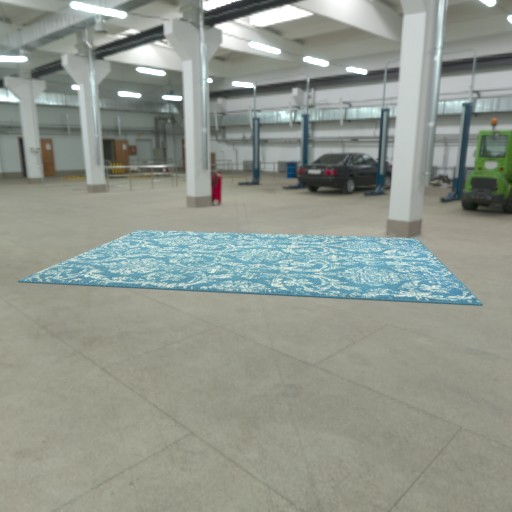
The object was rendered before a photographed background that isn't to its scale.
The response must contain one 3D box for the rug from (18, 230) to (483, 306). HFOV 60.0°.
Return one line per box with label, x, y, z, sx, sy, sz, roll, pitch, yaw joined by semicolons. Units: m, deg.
rug;0.000;0.000;3.445;2.746;0.018;1.816;2;14;9
